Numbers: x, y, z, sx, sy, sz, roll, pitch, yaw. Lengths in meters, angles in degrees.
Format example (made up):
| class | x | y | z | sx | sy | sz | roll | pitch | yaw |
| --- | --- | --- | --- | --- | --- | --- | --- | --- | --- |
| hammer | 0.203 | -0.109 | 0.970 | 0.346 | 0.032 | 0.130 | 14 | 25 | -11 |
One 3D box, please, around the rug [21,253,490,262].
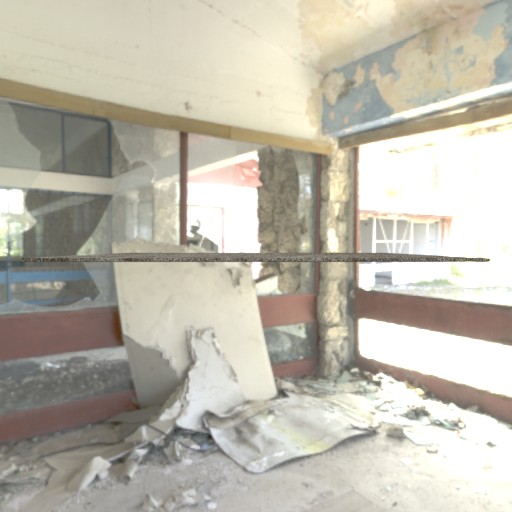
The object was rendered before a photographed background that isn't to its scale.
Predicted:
| class | x | y | z | sx | sy | sz | roll | pitch | yaw |
| --- | --- | --- | --- | --- | --- | --- | --- | --- | --- |
| rug | 0.000 | 0.000 | 4.022 | 3.000 | 0.025 | 2.401 | 0 | 1 | 0 |
